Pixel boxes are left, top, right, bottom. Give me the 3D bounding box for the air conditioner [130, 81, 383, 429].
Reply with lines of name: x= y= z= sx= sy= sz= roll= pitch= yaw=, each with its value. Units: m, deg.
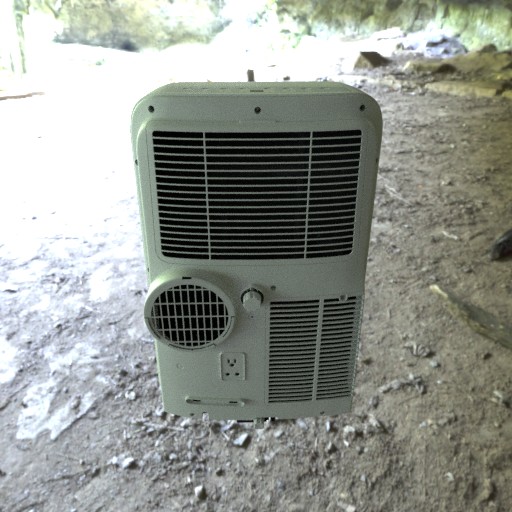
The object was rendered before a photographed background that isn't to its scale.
air conditioner: x=0.000 y=0.000 z=0.949 sx=0.454 sy=0.700 sz=0.365 roll=-1 pitch=30 yaw=-1
